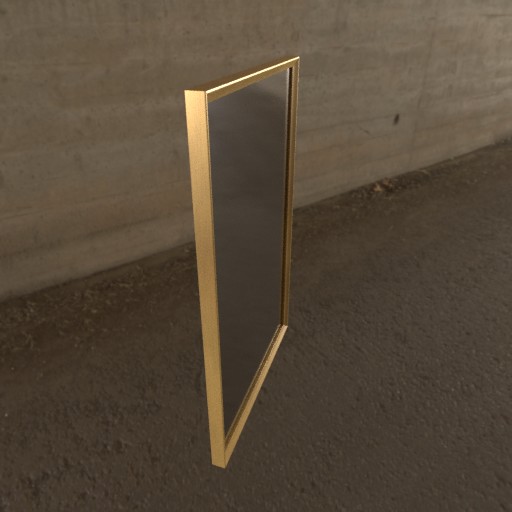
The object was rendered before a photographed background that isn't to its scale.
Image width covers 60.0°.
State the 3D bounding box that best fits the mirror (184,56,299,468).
[{"bbox_3d":[0.000,0.000,1.167,0.041,0.915,0.609,9,31,16],"label":"mirror"}]
